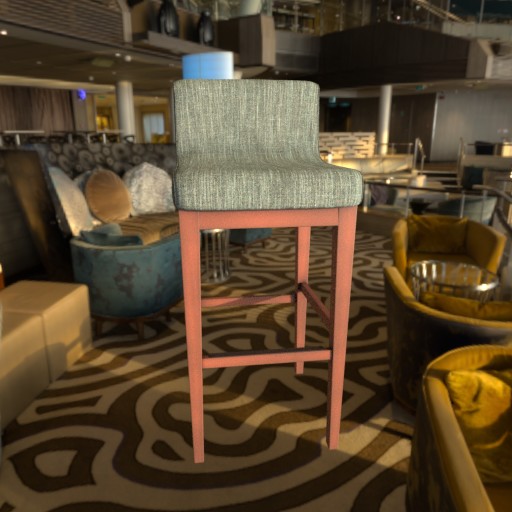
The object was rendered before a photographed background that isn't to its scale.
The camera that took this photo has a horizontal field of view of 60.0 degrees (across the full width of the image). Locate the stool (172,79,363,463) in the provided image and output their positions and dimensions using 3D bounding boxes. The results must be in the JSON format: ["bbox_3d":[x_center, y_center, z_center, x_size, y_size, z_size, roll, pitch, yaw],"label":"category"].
[{"bbox_3d":[0.000,0.000,1.239,0.426,0.965,0.499,-2,16,-8],"label":"stool"}]
